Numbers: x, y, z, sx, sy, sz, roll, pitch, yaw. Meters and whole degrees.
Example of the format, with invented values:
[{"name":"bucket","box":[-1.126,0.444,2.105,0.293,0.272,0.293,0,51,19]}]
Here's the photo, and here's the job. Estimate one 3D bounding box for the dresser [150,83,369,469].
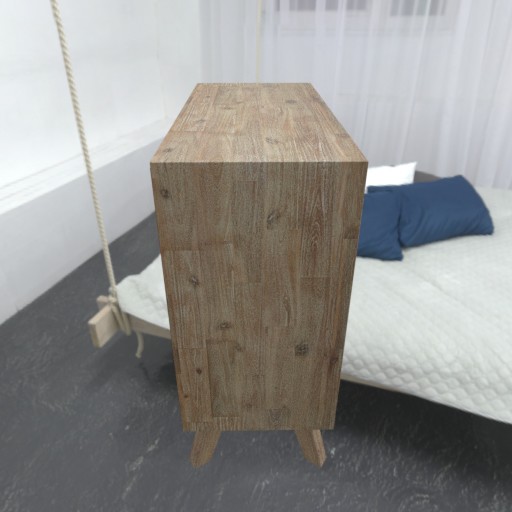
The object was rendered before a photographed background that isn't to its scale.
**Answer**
[{"name":"dresser","box":[0.000,0.000,1.607,0.455,1.029,0.998,0,30,-1]}]
